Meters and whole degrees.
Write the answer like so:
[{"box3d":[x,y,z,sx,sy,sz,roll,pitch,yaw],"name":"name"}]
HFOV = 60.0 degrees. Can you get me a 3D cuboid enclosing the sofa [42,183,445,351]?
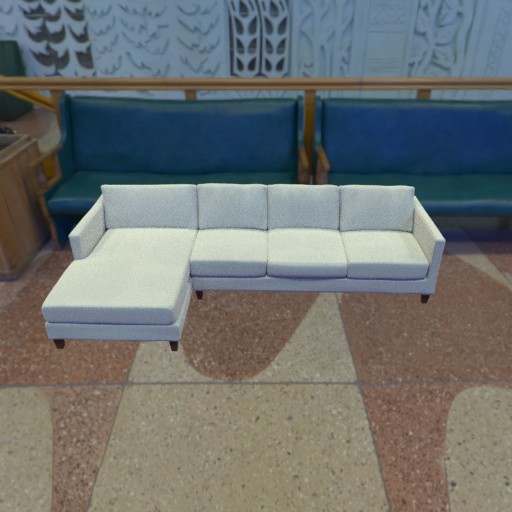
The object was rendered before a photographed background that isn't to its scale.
[{"box3d":[0.000,0.000,3.929,3.186,0.861,1.625,1,31,1],"name":"sofa"}]
